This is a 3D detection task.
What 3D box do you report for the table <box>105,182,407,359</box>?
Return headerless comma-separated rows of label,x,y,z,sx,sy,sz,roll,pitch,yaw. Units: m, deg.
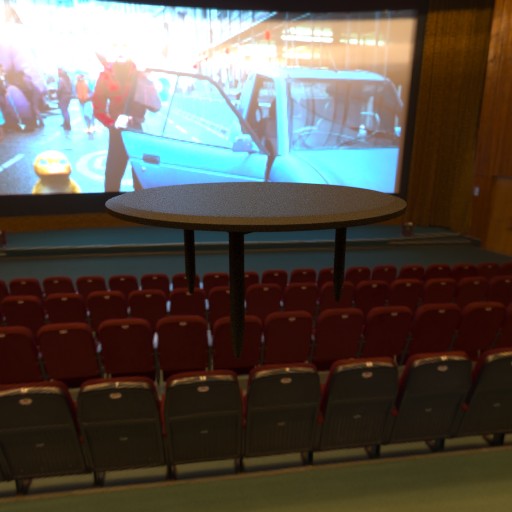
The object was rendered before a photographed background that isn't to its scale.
table,0.000,0.000,1.441,0.900,0.400,0.900,0,15,0
